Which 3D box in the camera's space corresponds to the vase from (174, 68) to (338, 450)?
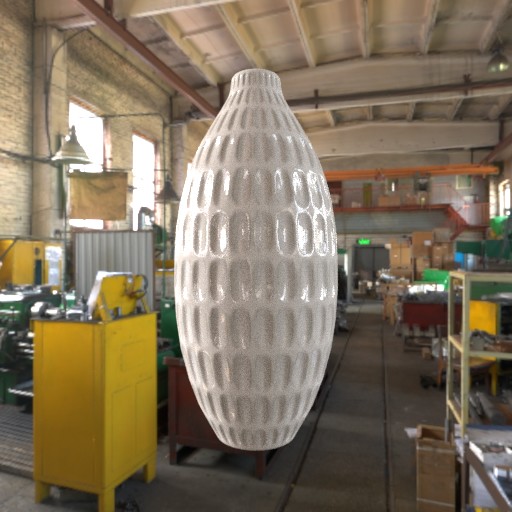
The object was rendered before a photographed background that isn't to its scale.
[{"bbox_3d":[0.000,0.000,0.350,0.127,0.282,0.127,0,0,0],"label":"vase"}]
